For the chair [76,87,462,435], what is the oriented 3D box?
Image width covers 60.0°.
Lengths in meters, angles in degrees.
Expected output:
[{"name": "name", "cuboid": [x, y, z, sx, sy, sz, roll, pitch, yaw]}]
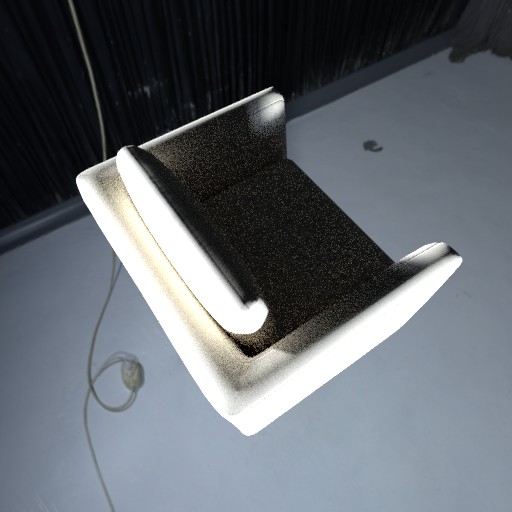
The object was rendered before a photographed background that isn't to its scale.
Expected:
[{"name": "chair", "cuboid": [0.000, 0.000, 1.688, 0.889, 0.865, 1.041, -30, 62, -18]}]
